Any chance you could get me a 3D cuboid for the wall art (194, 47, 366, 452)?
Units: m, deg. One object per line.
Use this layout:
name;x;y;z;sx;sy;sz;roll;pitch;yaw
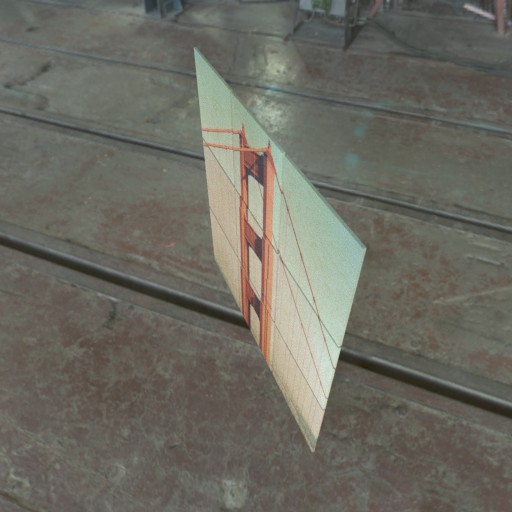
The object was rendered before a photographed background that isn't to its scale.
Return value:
wall art;0.000;0.000;2.258;0.013;1.523;1.517;-17;49;-16
